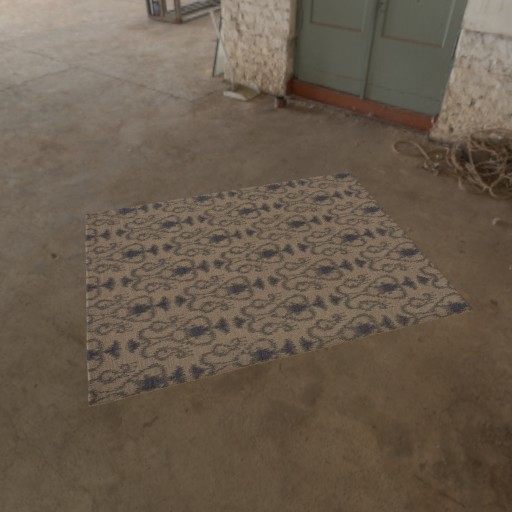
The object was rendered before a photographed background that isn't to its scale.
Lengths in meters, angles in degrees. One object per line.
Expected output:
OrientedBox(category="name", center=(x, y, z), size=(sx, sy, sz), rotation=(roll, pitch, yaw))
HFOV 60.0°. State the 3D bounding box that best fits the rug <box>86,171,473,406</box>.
OrientedBox(category="rug", center=(0.000, 0.000, 4.351), size=(3.205, 0.015, 2.437), rotation=(-11, 42, -13))
